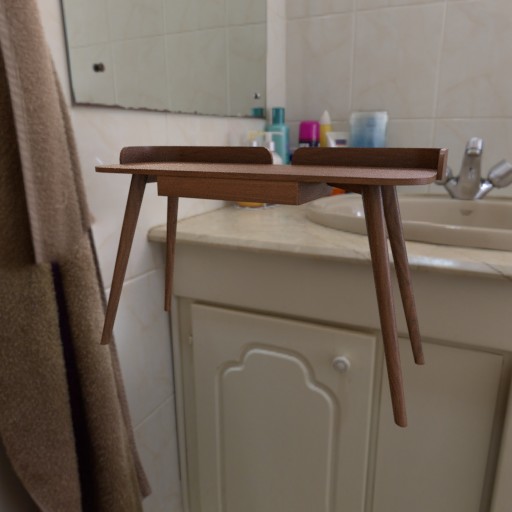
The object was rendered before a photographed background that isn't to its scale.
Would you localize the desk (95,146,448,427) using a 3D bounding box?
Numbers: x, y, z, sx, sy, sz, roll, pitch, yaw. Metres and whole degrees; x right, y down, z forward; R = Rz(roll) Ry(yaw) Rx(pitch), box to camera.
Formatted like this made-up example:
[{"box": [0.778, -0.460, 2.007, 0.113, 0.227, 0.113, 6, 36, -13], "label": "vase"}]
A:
[{"box": [0.000, 0.000, 1.686, 1.256, 0.800, 0.486, 7, 16, 26], "label": "desk"}]
